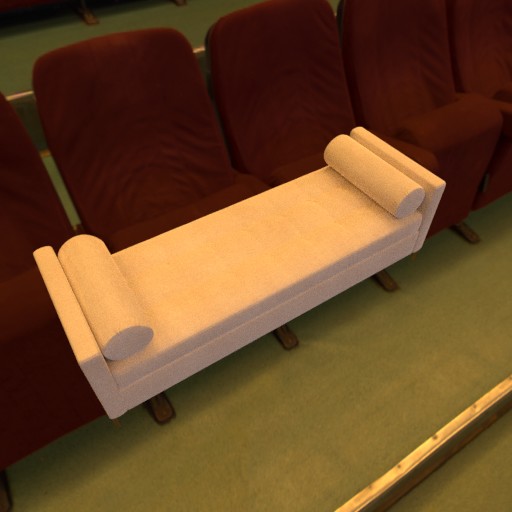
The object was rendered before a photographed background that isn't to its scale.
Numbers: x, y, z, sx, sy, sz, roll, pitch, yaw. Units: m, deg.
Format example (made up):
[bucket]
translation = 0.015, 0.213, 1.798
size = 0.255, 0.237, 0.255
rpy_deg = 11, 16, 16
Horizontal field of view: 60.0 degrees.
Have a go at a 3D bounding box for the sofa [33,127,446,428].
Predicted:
[sofa]
translation = 0.000, 0.000, 2.394
size = 1.981, 0.635, 0.686
rpy_deg = -25, 52, -22
